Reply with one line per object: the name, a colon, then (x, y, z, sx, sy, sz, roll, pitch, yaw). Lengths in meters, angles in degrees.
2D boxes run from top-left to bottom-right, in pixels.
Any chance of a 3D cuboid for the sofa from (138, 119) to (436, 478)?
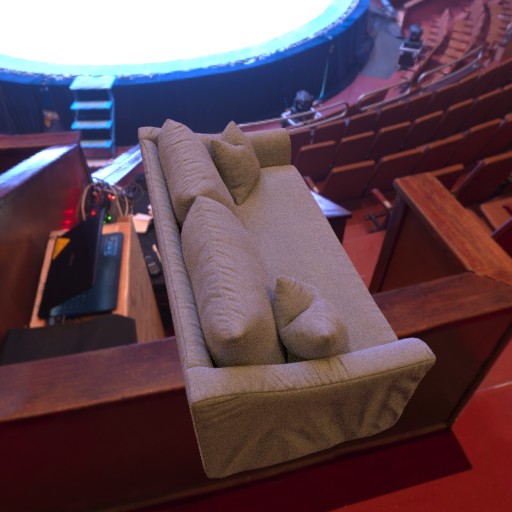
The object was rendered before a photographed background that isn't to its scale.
sofa: (0.000, 0.000, 2.578, 1.072, 1.018, 2.010, -12, 47, -11)
